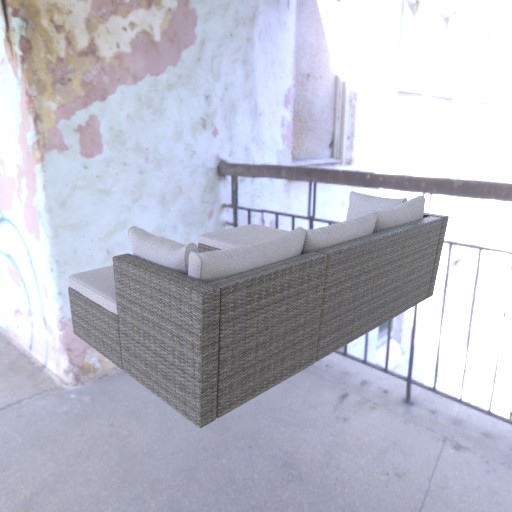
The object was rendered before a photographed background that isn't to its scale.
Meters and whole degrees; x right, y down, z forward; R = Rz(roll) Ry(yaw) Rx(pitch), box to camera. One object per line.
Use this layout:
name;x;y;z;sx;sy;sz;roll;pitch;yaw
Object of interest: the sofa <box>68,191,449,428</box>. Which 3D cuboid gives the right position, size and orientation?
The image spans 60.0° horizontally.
sofa;0.000;0.000;3.013;2.192;0.766;1.662;-15;22;-42
